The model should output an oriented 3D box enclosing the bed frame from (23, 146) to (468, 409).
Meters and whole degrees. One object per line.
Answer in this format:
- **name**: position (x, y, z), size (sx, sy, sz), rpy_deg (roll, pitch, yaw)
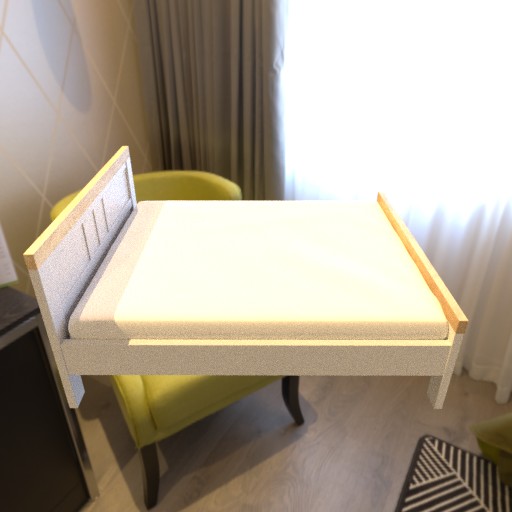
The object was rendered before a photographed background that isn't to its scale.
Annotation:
- **bed frame**: position (0.000, 0.000, 2.917), size (2.050, 0.980, 1.670), rpy_deg (0, 30, 0)
